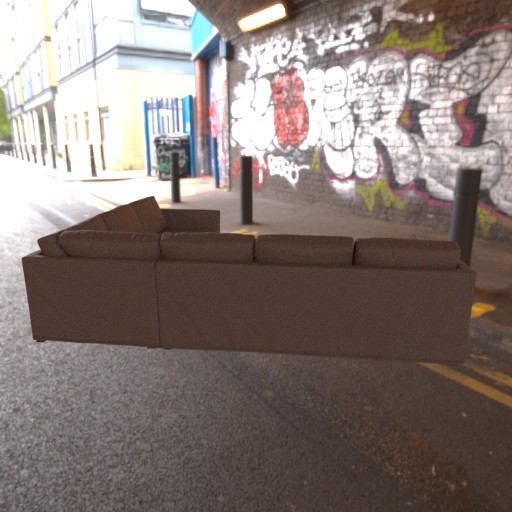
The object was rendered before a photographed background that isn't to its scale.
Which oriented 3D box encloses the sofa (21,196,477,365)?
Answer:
[{"bbox_3d":[0.000,0.000,4.258,3.182,0.871,2.432,2,15,7],"label":"sofa"}]
